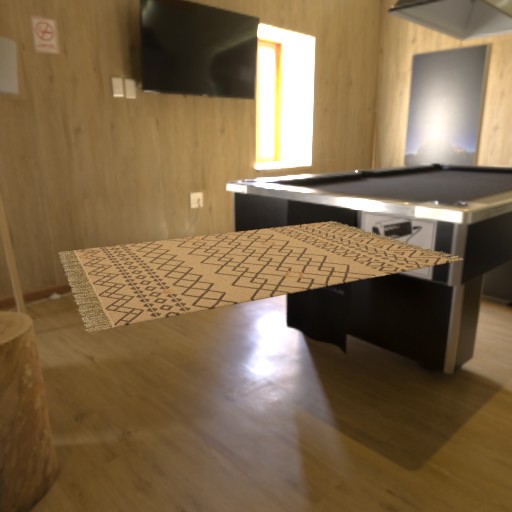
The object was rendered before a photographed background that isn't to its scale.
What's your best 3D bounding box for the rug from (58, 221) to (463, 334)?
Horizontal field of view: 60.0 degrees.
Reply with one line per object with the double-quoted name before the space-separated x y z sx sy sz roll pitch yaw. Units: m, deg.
"rug" 0.000 0.000 2.556 2.023 0.028 1.224 -8 18 -27
